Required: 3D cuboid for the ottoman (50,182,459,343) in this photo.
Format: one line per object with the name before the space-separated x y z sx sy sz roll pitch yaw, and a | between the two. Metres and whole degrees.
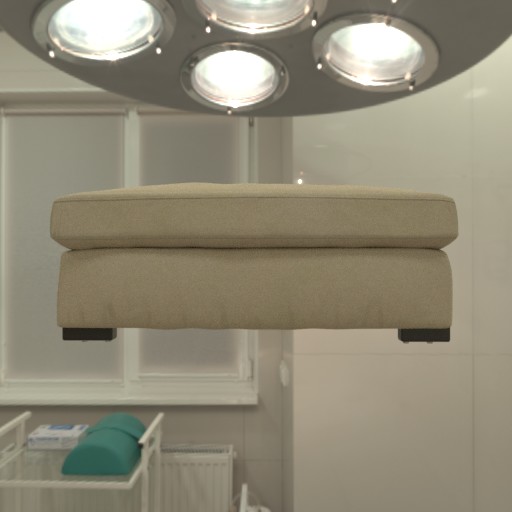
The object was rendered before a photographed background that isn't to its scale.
ottoman | 0.000 0.000 1.859 1.205 0.522 1.190 0 0 1
